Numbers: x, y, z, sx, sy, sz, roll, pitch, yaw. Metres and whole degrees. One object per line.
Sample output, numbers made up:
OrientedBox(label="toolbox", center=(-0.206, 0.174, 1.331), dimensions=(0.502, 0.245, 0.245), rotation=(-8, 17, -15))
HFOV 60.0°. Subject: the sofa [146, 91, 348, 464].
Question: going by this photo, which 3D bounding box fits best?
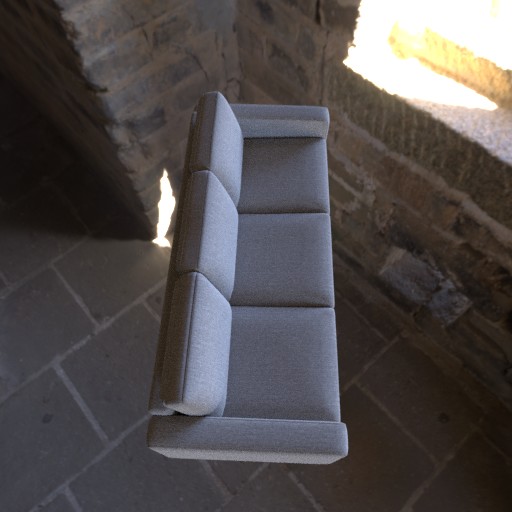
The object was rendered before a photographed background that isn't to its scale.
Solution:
OrientedBox(label="sofa", center=(0.000, 0.000, 2.563), dimensions=(0.900, 0.800, 2.120), rotation=(2, 61, 1))
